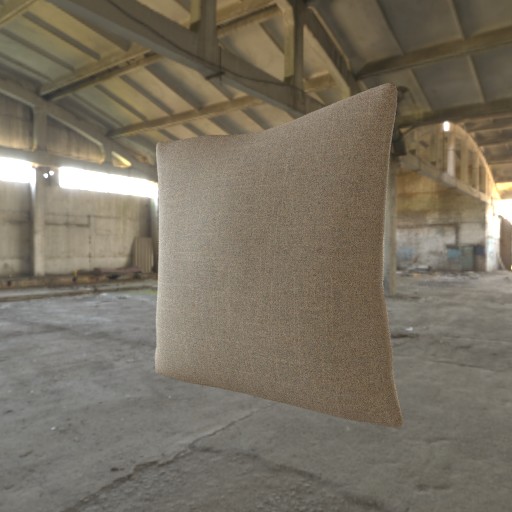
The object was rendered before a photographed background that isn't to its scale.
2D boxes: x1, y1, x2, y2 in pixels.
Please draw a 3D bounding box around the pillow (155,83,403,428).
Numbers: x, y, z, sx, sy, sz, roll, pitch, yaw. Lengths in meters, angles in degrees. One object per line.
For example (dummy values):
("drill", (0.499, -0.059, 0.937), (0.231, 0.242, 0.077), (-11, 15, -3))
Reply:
("pillow", (0.000, 0.000, 0.871), (0.578, 0.558, 0.192), (0, 1, 36))
